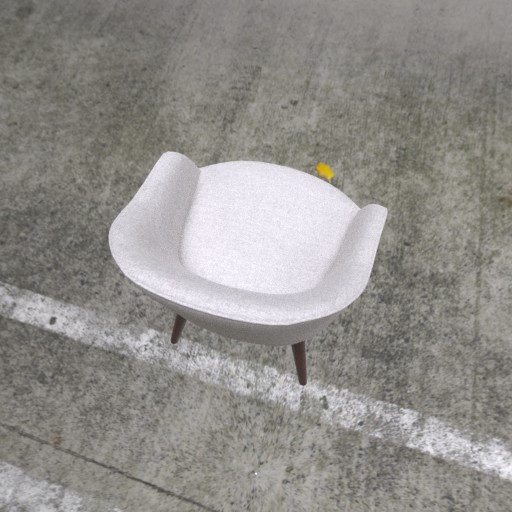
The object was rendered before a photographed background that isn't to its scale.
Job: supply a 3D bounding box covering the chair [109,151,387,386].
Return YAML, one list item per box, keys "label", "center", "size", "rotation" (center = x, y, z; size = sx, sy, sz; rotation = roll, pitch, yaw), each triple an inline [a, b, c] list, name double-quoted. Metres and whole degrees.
- label: "chair"
  center: [0.000, 0.000, 1.233]
  size: [0.596, 0.823, 0.635]
  rotation: [16, 65, 8]
